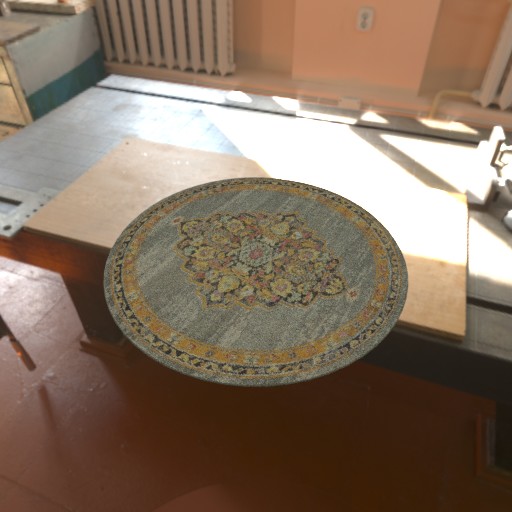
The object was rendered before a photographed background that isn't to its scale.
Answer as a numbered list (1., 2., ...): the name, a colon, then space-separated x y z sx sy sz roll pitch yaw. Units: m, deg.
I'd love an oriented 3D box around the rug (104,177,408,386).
1. rug: 0.000 0.000 2.399 1.598 0.010 1.598 0 42 0
